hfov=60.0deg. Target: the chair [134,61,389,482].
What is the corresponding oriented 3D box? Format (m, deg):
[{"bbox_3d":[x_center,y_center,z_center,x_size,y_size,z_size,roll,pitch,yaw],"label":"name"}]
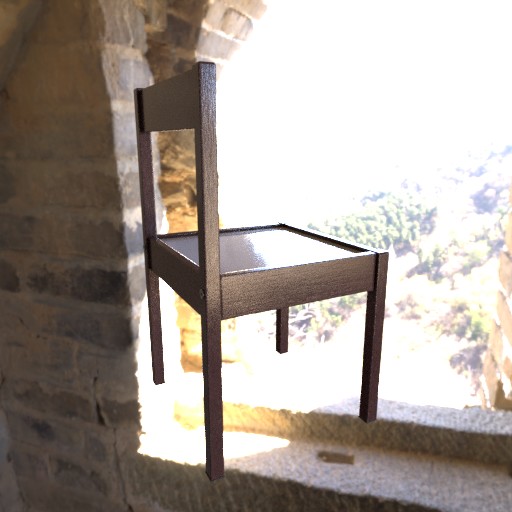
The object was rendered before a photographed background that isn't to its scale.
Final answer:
[{"bbox_3d":[0.000,0.000,0.695,0.285,0.505,0.285,-8,16,-27],"label":"chair"}]
